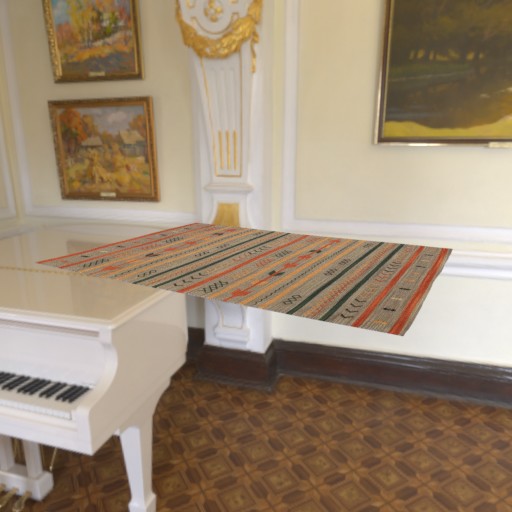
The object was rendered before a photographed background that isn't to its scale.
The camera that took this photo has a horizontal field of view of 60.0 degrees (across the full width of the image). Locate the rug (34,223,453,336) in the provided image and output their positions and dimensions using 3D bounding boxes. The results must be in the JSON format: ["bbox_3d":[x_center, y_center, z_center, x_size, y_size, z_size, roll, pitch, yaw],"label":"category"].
[{"bbox_3d":[0.000,0.000,3.962,3.029,0.022,2.263,8,16,28],"label":"rug"}]
